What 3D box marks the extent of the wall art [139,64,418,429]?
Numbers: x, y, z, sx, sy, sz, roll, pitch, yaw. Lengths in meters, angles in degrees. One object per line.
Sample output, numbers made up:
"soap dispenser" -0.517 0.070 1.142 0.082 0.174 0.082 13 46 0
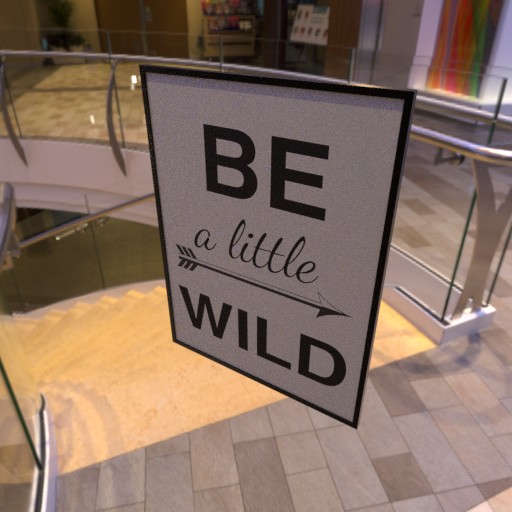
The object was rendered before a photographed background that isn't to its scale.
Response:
"wall art" 0.000 0.000 0.764 0.442 0.582 0.013 18 35 28
